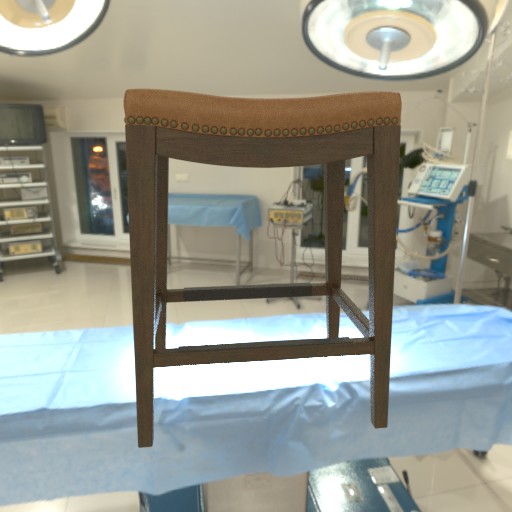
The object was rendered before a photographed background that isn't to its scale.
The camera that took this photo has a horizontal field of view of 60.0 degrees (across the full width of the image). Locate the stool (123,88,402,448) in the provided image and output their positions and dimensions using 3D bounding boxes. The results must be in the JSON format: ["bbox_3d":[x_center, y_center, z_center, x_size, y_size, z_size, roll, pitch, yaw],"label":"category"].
[{"bbox_3d":[0.000,0.000,0.964,0.500,0.660,0.361,-2,16,-7],"label":"stool"}]
